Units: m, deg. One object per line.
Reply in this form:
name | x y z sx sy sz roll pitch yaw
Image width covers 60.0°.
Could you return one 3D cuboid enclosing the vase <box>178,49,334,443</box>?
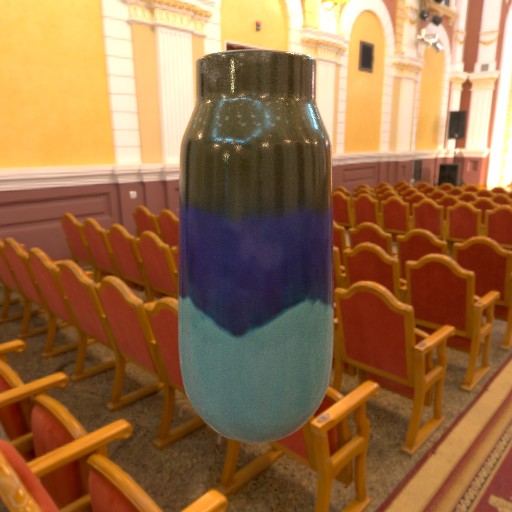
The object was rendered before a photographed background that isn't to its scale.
vase | 0.000 0.000 0.382 0.139 0.313 0.139 0 15 0
